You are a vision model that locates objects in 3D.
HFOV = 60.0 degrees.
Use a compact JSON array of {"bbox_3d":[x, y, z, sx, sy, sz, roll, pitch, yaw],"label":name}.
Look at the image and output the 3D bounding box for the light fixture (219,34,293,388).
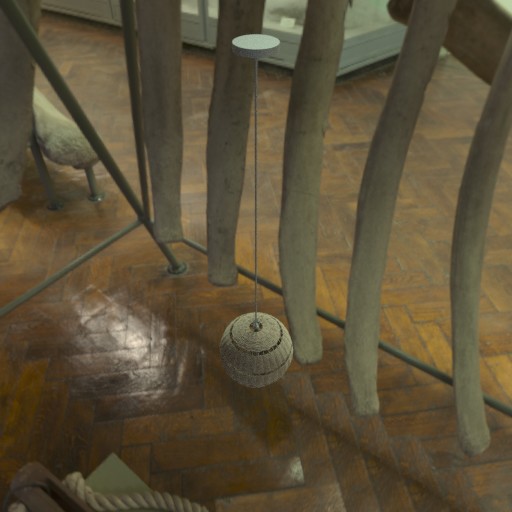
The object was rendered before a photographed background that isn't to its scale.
[{"bbox_3d":[0.000,0.000,2.223,0.457,2.019,0.457,27,49,27],"label":"light fixture"}]
